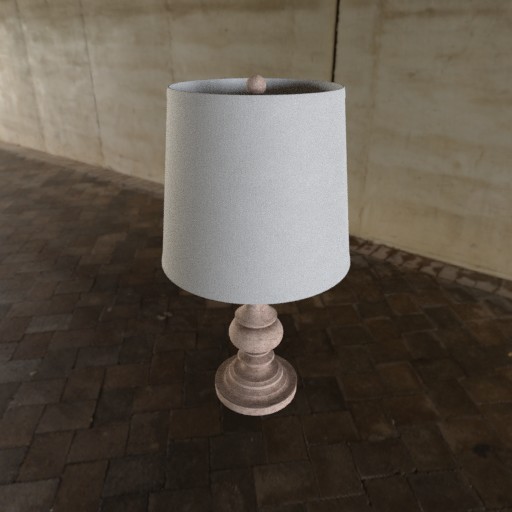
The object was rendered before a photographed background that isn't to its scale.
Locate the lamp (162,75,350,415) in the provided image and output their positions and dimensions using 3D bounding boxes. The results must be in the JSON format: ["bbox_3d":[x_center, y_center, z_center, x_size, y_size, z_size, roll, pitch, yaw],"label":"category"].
[{"bbox_3d":[0.000,0.000,0.655,0.273,0.497,0.273,0,26,0],"label":"lamp"}]
